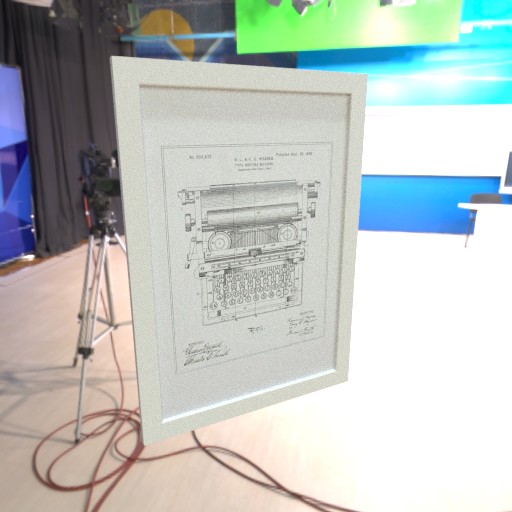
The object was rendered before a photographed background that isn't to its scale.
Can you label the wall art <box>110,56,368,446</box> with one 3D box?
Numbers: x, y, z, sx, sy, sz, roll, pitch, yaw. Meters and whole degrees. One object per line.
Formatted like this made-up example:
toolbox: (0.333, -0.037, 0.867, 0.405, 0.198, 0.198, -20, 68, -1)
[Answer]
wall art: (0.000, 0.000, 0.673, 0.381, 0.533, 0.013, -8, 18, -26)
